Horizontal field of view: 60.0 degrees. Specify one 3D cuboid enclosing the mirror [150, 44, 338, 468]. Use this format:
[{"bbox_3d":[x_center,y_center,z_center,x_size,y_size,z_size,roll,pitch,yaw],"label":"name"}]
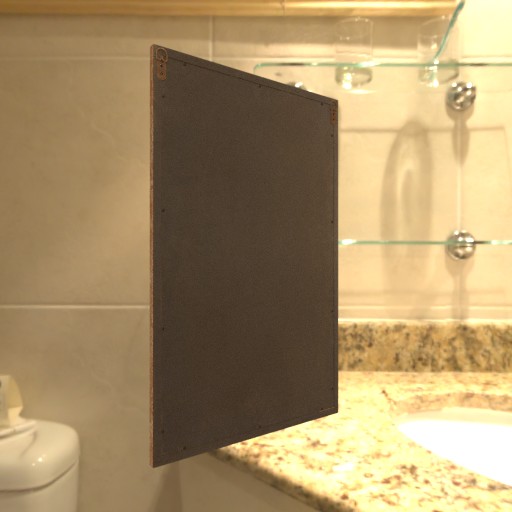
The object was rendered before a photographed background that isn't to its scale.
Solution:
[{"bbox_3d":[0.000,0.000,0.978,0.495,0.787,0.058,0,0,-37],"label":"mirror"}]
